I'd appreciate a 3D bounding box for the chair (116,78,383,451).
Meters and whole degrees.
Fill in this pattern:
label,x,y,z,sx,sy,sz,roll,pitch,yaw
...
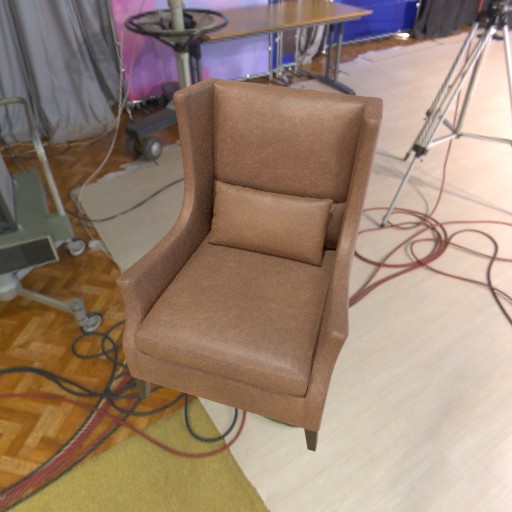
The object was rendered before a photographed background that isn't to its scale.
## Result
label,x,y,z,sx,sy,sz,roll,pitch,yaw
chair,0.000,0.000,1.743,0.815,1.088,0.913,12,43,13
